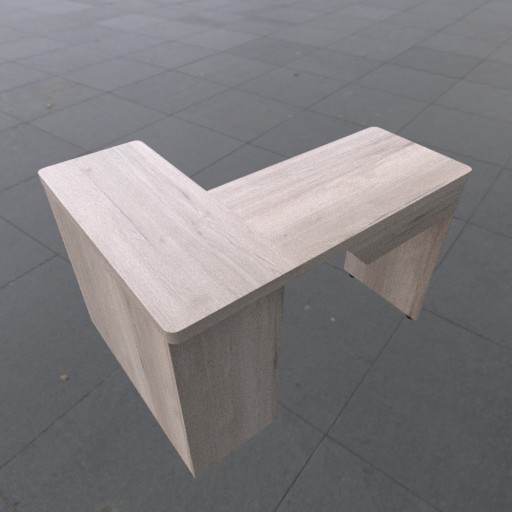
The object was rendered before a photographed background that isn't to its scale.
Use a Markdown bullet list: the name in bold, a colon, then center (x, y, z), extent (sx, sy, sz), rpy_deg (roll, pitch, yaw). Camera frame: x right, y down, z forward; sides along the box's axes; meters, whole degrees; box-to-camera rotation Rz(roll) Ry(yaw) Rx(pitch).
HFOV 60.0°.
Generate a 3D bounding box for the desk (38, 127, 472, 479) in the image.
- **desk**: center (0.000, 0.000, 1.733), extent (1.169, 0.760, 0.900), rpy_deg (-27, 47, -28)
